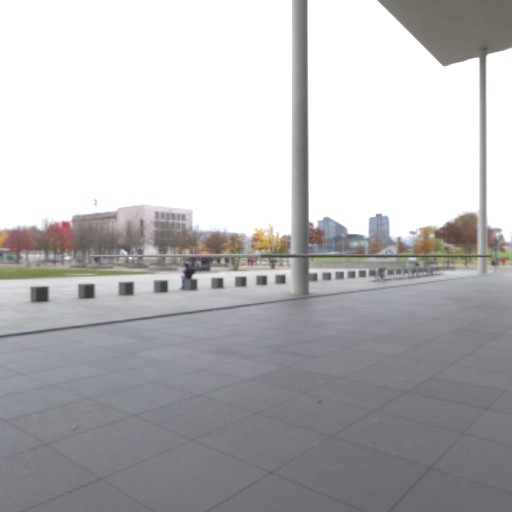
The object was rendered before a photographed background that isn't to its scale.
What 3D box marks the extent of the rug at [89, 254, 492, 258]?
[{"bbox_3d":[0.000,0.000,2.883,1.526,0.014,2.290,0,0,-35],"label":"rug"}]
